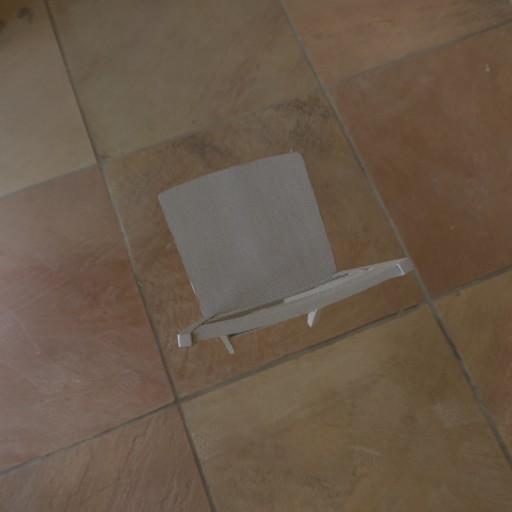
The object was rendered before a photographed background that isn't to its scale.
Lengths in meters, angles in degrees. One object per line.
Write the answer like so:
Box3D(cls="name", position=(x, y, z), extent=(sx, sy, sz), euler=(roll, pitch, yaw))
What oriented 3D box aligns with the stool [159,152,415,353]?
Box3D(cls="stool", position=(0.000, 0.000, 1.394), extent=(0.462, 1.079, 0.539), euler=(-18, 76, -5))
